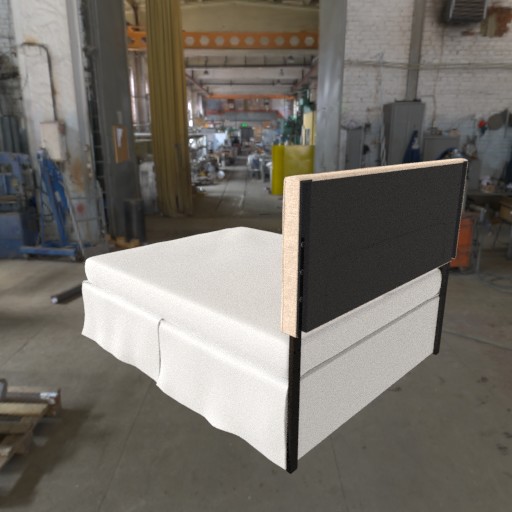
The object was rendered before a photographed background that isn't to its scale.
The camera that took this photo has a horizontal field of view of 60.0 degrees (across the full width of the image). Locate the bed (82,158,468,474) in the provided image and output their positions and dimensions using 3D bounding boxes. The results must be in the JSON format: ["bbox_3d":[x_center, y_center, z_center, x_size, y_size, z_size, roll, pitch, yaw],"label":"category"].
[{"bbox_3d":[0.000,0.000,2.918,1.978,1.270,1.643,15,21,42],"label":"bed"}]
